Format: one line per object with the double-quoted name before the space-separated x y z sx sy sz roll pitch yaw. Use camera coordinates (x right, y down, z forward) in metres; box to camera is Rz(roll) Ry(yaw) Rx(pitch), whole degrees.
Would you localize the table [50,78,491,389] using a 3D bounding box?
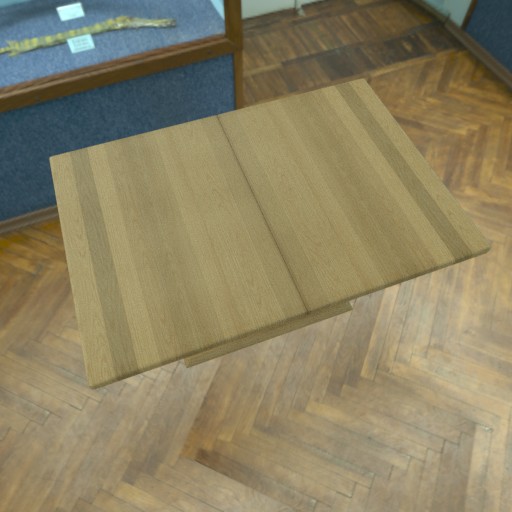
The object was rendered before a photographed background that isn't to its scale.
"table" 0.000 0.000 1.860 1.300 0.770 0.900 -17 61 -10
